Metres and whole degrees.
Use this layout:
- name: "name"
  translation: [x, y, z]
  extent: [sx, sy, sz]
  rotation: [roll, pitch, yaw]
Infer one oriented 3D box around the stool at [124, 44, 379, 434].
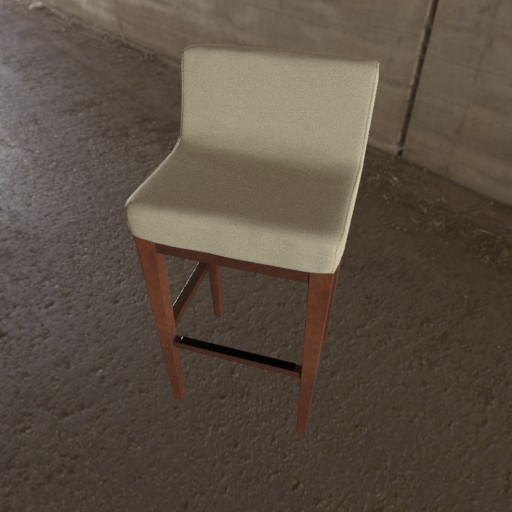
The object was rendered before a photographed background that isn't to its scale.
- name: "stool"
  translation: [0.000, 0.000, 1.306]
  extent: [0.511, 1.037, 0.500]
  rotation: [11, 42, 12]
